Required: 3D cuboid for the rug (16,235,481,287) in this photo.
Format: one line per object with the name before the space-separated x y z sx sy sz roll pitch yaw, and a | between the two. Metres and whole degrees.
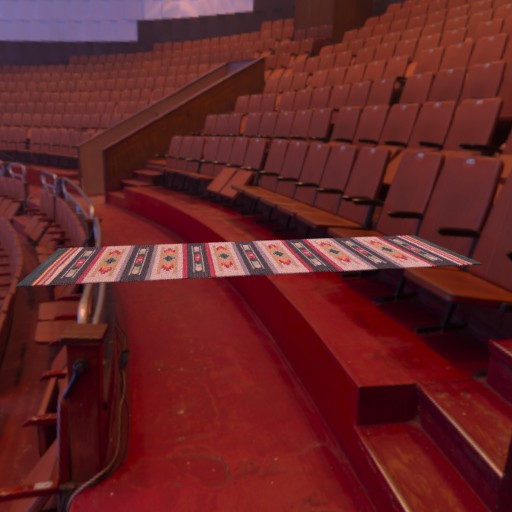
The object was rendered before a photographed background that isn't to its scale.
rug | 0.000 0.000 2.657 2.440 0.009 0.760 -2 15 -9
